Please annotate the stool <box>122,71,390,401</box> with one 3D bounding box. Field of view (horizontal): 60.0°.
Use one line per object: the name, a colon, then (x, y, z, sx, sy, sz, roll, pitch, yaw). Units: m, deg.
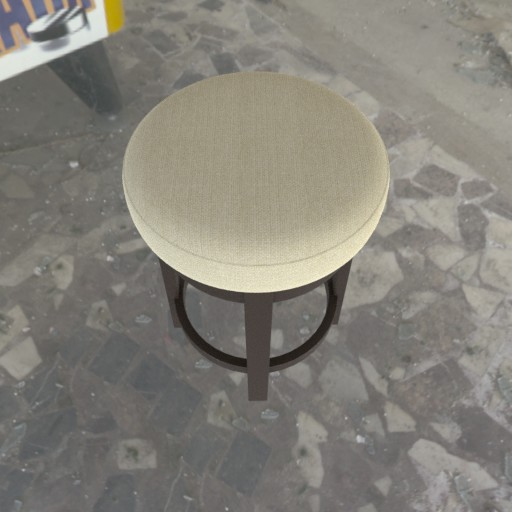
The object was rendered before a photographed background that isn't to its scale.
stool: (0.000, 0.000, 0.957, 0.449, 0.655, 0.449, 0, 57, 0)
